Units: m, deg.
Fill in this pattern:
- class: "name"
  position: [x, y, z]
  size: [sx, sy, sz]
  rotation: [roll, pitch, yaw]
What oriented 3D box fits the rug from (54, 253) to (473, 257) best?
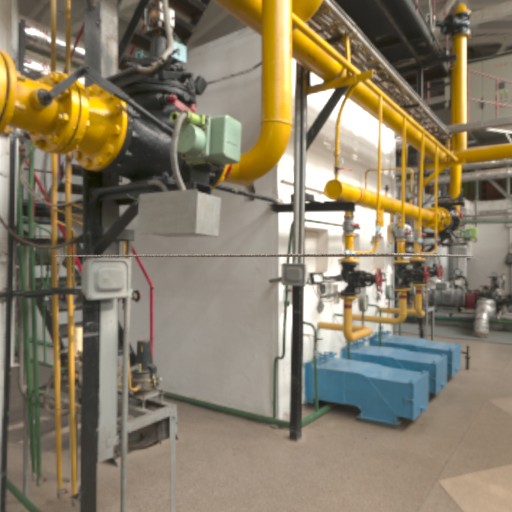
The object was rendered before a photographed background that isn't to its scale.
- class: "rug"
  position: [0.000, 0.000, 3.042]
  size: [2.464, 0.010, 1.549]
  rotation: [0, 0, 36]
